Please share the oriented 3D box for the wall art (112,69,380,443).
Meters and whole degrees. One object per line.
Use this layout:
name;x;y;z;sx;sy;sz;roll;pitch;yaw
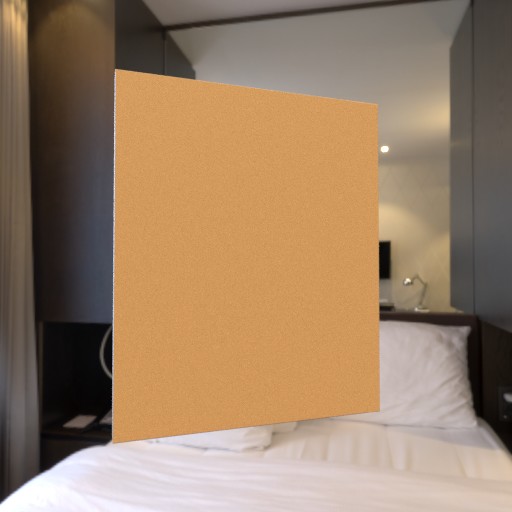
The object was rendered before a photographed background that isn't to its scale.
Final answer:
wall art;0.000;0.000;0.739;0.452;0.549;0.038;0;-1;-19
